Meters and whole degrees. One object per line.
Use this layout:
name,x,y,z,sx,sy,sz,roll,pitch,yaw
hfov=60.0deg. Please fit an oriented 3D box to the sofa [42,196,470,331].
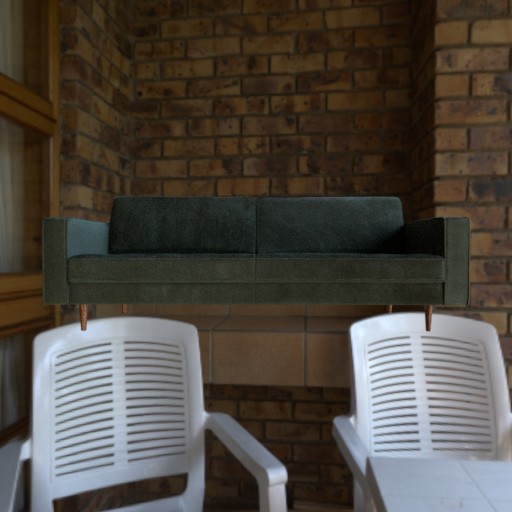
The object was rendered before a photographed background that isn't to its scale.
sofa,0.000,0.000,2.663,2.214,0.781,0.886,0,0,1
